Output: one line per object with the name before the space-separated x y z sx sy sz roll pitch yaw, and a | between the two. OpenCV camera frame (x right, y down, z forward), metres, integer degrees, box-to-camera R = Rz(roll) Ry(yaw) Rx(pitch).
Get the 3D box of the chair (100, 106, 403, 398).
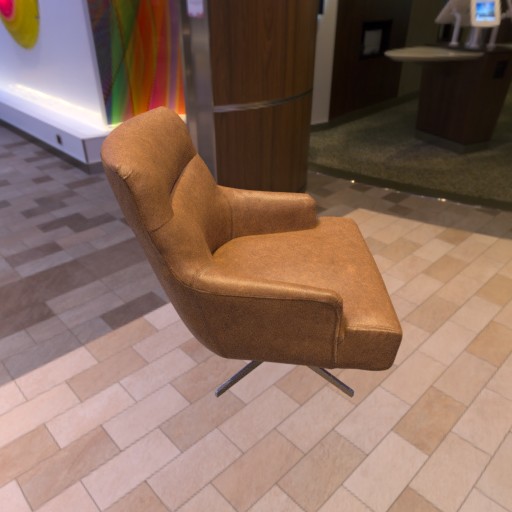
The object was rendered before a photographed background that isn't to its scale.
chair | 0.000 0.000 1.525 0.874 0.869 0.729 0 31 0
